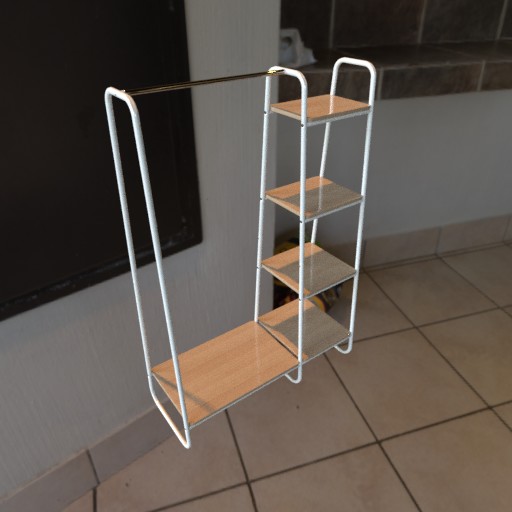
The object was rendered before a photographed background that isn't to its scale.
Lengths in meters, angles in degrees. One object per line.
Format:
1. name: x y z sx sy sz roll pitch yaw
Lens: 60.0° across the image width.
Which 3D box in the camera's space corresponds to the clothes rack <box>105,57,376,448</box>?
1. clothes rack: 0.000 0.000 1.932 1.011 1.500 0.400 -21 38 -30
